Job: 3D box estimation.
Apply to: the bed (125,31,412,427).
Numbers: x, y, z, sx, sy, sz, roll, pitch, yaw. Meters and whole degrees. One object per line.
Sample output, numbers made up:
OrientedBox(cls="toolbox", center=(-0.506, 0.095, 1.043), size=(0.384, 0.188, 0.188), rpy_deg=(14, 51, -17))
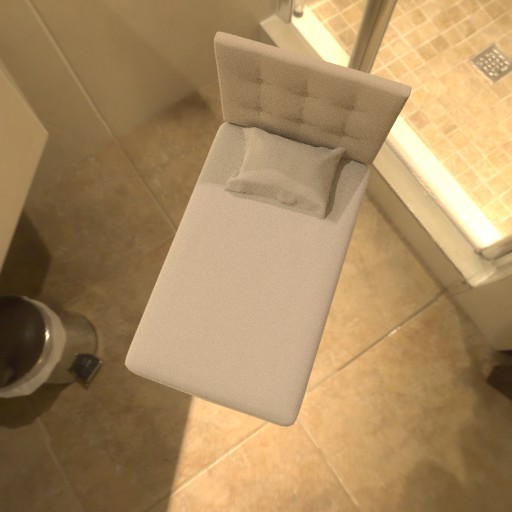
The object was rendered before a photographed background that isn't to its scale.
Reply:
OrientedBox(cls="bed", center=(0.000, 0.000, 2.965), size=(1.261, 1.571, 1.997), rpy_deg=(18, 76, 5))
